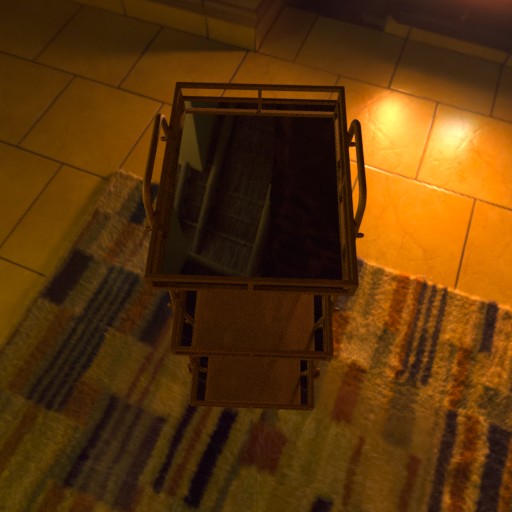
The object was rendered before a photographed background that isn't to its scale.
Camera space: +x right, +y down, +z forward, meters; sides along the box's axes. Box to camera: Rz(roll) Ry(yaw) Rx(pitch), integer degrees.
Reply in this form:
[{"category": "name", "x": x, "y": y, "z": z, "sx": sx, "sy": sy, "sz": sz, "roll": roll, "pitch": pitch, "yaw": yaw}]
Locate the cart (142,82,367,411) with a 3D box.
[{"category": "cart", "x": 0.000, "y": 0.000, "z": 1.232, "sx": 0.441, "sy": 0.883, "sz": 0.711, "roll": 2, "pitch": 63, "yaw": 1}]
